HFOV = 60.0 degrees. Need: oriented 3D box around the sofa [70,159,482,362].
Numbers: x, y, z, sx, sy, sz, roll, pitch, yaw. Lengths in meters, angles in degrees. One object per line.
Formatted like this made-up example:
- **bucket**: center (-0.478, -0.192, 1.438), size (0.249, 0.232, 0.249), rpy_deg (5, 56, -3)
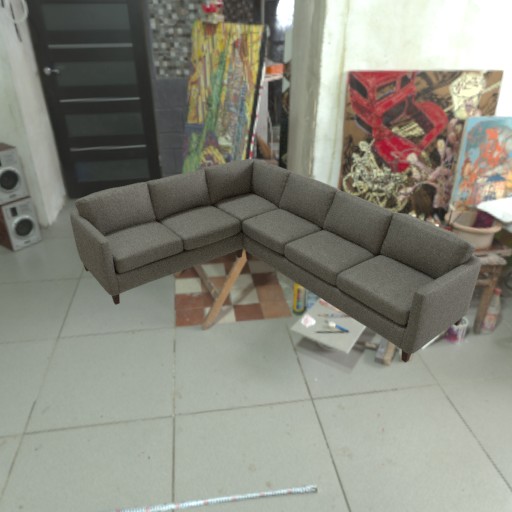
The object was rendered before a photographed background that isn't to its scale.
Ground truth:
- **sofa**: center (0.000, 0.000, 4.434), size (2.593, 0.947, 3.302), rpy_deg (-21, 36, -33)
